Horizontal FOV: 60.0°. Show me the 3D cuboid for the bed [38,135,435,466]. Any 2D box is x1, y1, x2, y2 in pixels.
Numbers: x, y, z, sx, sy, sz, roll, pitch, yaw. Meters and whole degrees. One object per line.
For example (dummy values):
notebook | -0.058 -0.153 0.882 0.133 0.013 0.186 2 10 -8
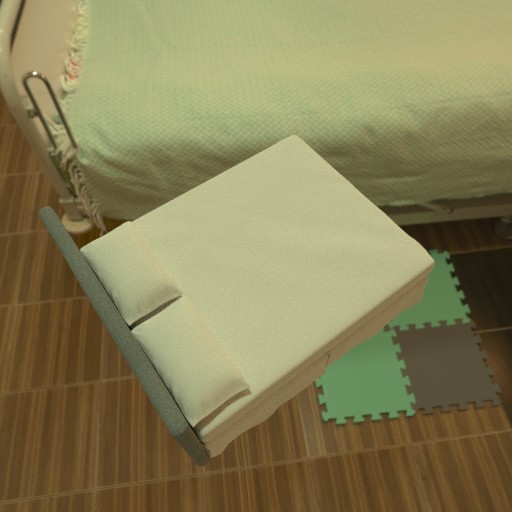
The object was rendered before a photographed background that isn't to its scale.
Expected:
bed | 0.000 0.000 3.928 2.689 1.457 2.161 -32 64 -18
